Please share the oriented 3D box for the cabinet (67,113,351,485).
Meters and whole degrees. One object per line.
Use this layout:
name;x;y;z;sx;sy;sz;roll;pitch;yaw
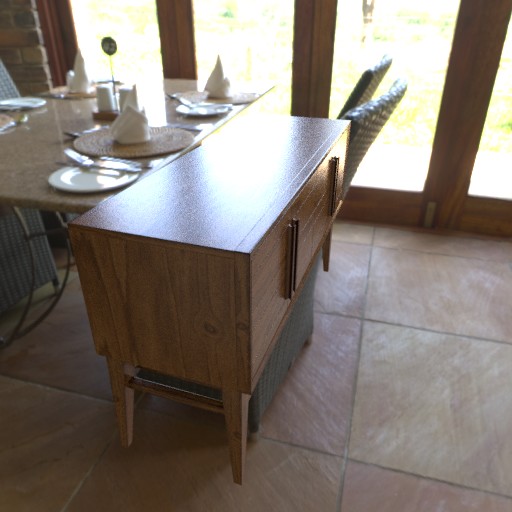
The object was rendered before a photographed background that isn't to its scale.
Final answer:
cabinet;0.000;0.000;1.742;0.477;0.802;1.363;10;30;17
